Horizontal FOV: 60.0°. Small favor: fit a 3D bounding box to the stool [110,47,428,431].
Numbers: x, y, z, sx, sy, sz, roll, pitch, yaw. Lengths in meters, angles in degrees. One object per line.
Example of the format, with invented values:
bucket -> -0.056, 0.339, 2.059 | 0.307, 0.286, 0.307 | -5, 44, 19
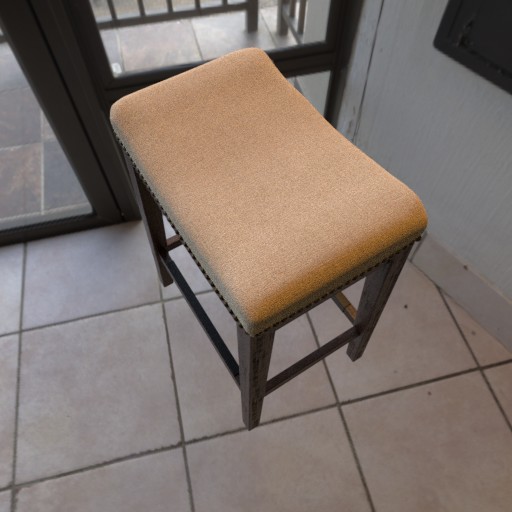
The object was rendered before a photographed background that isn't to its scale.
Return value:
stool -> 0.000, 0.000, 0.988 | 0.363, 0.669, 0.509 | -28, 63, -16
